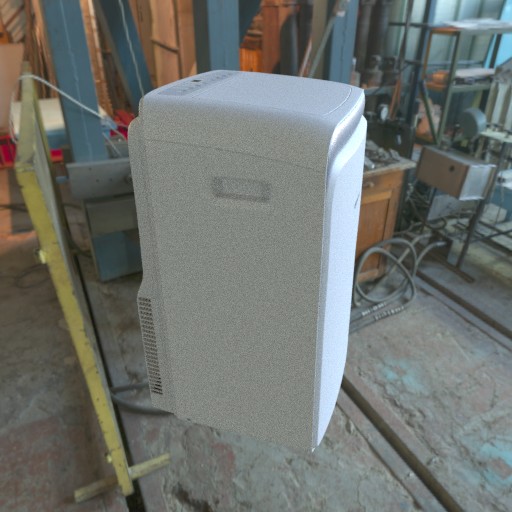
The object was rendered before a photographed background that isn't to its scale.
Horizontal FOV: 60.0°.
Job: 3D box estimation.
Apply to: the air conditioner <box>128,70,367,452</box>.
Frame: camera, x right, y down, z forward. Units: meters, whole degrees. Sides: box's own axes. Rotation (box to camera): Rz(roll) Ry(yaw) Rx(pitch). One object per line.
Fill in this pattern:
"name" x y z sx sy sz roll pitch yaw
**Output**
"air conditioner" 0.000 0.000 1.045 0.467 0.765 0.478 10 32 16
